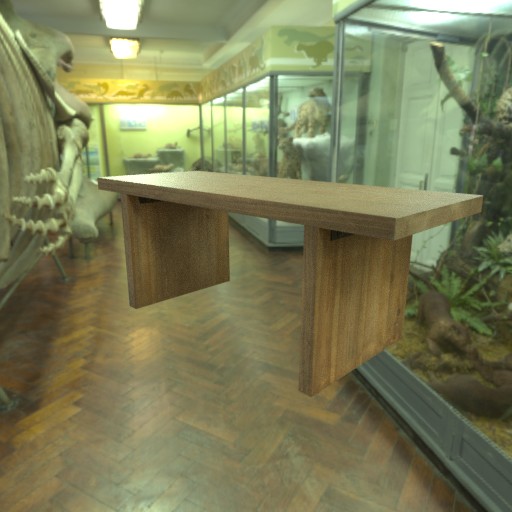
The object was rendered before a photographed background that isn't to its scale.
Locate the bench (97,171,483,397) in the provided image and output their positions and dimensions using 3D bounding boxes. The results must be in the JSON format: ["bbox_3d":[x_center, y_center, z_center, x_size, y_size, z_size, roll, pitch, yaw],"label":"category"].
[{"bbox_3d":[0.000,0.000,1.438,1.183,0.458,0.458,14,21,43],"label":"bench"}]
